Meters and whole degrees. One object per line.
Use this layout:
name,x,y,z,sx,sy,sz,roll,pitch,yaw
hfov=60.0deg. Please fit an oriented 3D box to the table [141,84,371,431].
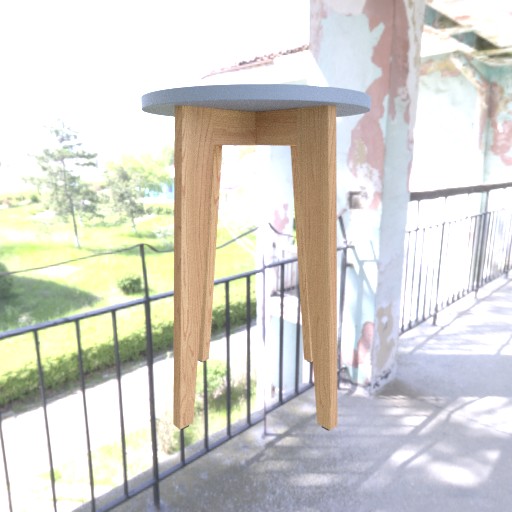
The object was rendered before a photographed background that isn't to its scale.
table,0.000,0.000,0.751,0.350,0.500,0.350,0,13,0
